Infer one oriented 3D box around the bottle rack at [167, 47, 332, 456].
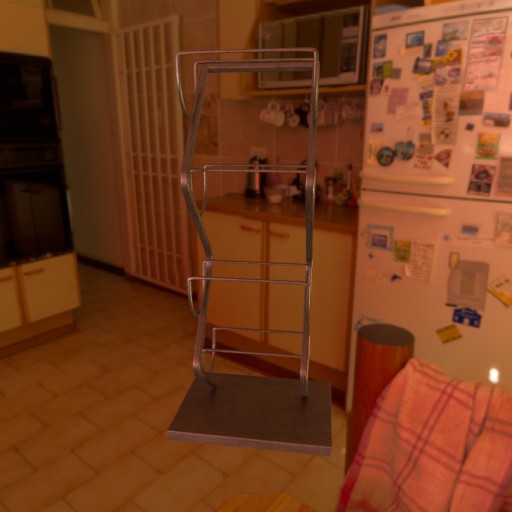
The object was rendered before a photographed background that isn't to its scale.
[{"bbox_3d":[0.000,0.000,0.682,0.254,0.559,0.178,2,16,8],"label":"bottle rack"}]
